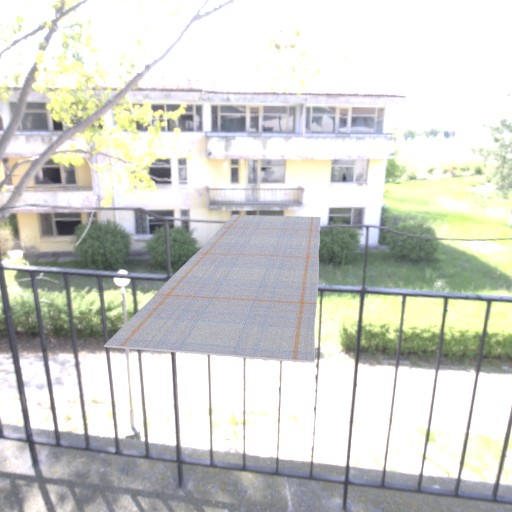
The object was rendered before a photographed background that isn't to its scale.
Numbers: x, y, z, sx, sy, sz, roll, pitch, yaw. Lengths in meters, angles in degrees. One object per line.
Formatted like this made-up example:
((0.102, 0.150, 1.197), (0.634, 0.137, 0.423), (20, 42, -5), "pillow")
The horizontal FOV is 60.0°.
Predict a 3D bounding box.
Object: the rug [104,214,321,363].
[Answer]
((0.000, 0.000, 2.727), (0.770, 0.016, 2.442), (2, 17, 8), "rug")
